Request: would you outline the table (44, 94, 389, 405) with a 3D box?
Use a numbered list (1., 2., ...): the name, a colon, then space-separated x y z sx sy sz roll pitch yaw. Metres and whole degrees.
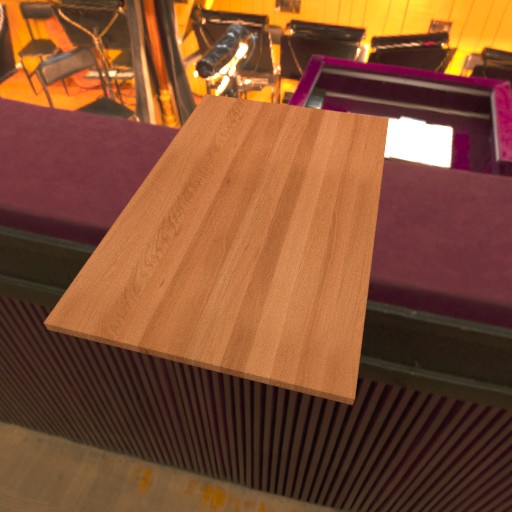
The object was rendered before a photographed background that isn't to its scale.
1. table: 0.000 0.000 1.487 0.700 0.510 1.100 11 48 10
